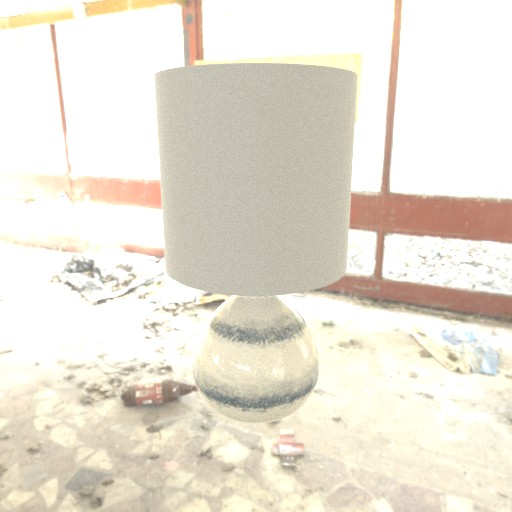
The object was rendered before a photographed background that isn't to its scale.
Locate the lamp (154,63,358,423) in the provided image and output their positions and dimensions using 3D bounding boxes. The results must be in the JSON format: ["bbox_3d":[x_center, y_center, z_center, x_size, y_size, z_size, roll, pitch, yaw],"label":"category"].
[{"bbox_3d":[0.000,0.000,0.537,0.216,0.404,0.216,-15,22,-42],"label":"lamp"}]
